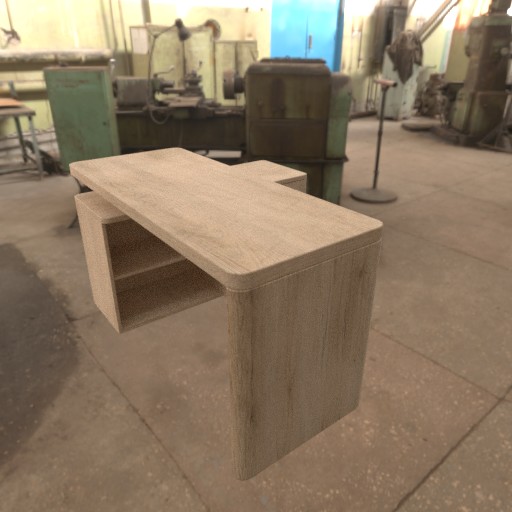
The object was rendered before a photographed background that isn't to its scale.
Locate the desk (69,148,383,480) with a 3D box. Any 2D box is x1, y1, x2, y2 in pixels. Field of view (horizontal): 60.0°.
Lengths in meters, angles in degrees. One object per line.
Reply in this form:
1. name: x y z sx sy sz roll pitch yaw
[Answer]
1. desk: 0.000 0.000 2.066 1.175 0.770 1.400 -18 31 -33
